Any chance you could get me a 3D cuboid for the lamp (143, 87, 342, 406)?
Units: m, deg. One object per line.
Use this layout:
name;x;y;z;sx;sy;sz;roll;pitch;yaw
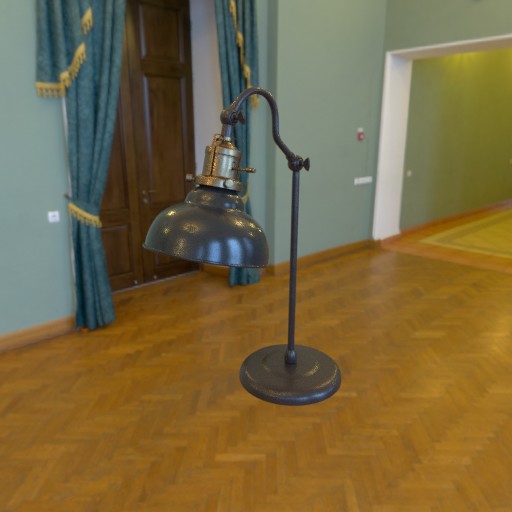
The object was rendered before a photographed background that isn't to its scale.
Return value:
lamp;0.000;0.000;0.709;0.374;0.508;0.192;-15;22;-43
